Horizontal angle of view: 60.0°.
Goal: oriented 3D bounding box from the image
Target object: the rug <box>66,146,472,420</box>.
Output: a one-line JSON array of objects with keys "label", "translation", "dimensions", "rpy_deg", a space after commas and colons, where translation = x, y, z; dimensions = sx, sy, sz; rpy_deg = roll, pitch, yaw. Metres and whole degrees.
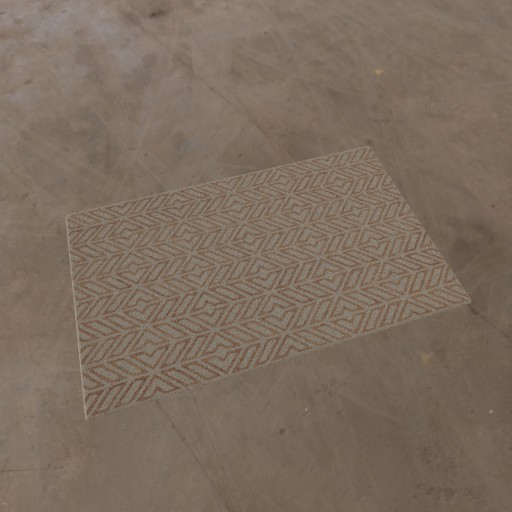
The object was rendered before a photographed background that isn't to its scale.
[{"label": "rug", "translation": [0.000, 0.000, 3.039], "dimensions": [2.438, 0.008, 1.523], "rpy_deg": [-15, 57, -10]}]
